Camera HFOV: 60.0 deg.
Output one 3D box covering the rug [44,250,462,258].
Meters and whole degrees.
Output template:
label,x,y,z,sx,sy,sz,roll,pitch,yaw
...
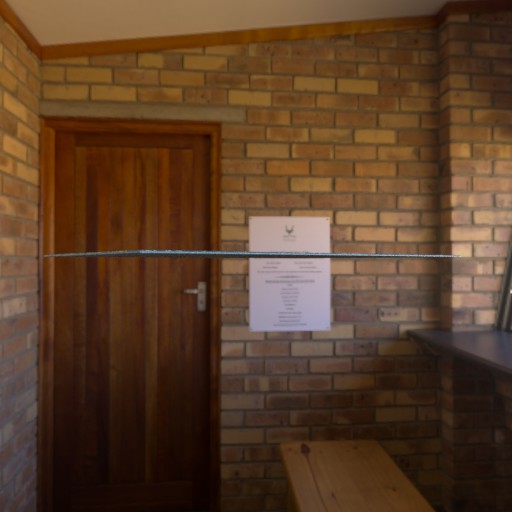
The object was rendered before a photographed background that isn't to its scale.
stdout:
label,x,y,z,sx,sy,sz,roll,pitch,yaw
rug,0.000,0.000,2.851,2.205,0.012,1.554,1,-1,-37
